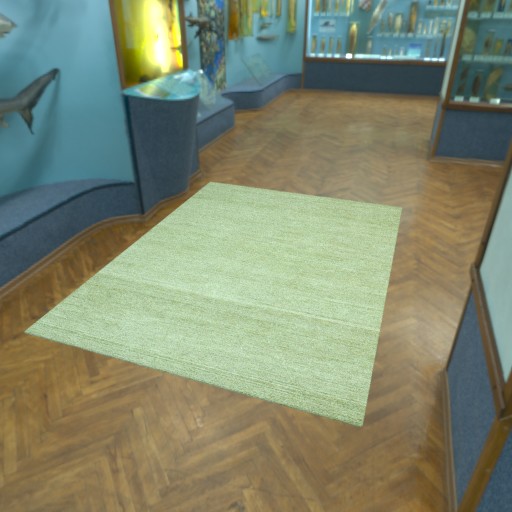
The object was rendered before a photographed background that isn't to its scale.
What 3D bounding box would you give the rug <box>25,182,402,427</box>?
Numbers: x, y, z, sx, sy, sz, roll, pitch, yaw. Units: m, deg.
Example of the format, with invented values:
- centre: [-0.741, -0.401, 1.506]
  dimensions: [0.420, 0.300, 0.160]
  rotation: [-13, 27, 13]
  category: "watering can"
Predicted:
- centre: [0.000, 0.000, 4.157]
  dimensions: [2.425, 0.016, 3.198]
  rotation: [10, 32, 17]
  category: "rug"
